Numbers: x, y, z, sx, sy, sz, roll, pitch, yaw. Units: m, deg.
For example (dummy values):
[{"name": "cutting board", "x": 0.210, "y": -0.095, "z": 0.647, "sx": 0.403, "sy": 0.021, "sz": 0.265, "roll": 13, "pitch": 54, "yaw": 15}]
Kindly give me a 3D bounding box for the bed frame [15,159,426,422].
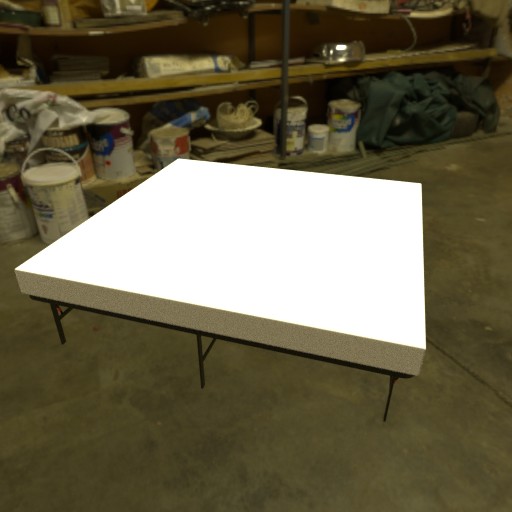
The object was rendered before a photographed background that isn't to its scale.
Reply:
[{"name": "bed frame", "x": 0.000, "y": 0.000, "z": 2.974, "sx": 2.032, "sy": 0.559, "sz": 1.930, "roll": 9, "pitch": 31, "yaw": 15}]
